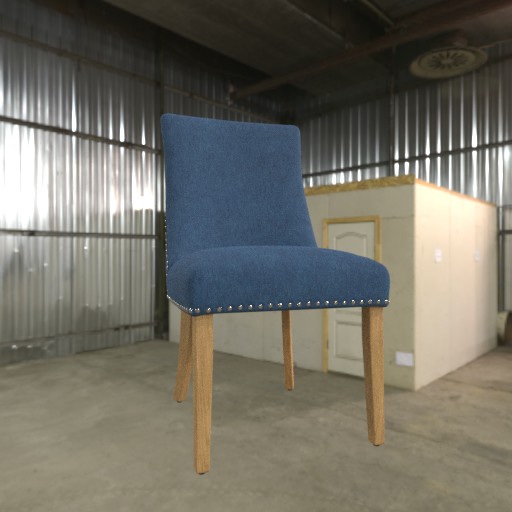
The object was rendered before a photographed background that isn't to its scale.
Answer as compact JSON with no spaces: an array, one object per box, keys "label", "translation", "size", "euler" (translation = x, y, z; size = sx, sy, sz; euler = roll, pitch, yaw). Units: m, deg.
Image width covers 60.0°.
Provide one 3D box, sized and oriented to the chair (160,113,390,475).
[{"label":"chair","translation":[0.000,0.000,1.250],"size":[0.495,0.902,0.610],"euler":[0,1,-18]}]
